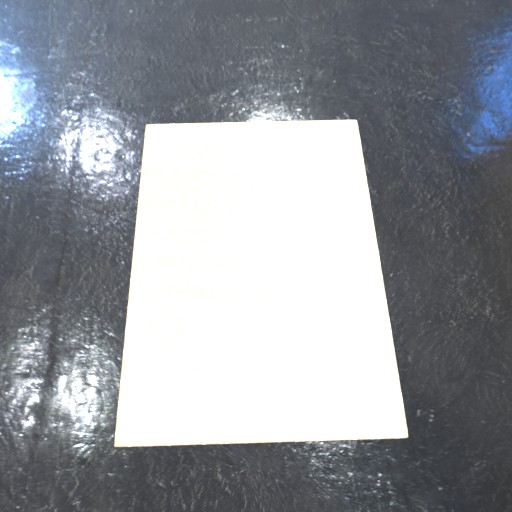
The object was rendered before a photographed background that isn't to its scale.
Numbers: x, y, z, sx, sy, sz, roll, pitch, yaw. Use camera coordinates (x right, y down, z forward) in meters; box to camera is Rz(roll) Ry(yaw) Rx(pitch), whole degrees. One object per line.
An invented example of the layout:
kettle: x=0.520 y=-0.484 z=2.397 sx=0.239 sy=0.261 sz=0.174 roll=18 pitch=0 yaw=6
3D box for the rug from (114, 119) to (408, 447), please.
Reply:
rug: x=0.000 y=0.000 z=2.742 sx=1.524 sy=0.010 sz=2.134 roll=-1 pitch=65 yaw=-1
